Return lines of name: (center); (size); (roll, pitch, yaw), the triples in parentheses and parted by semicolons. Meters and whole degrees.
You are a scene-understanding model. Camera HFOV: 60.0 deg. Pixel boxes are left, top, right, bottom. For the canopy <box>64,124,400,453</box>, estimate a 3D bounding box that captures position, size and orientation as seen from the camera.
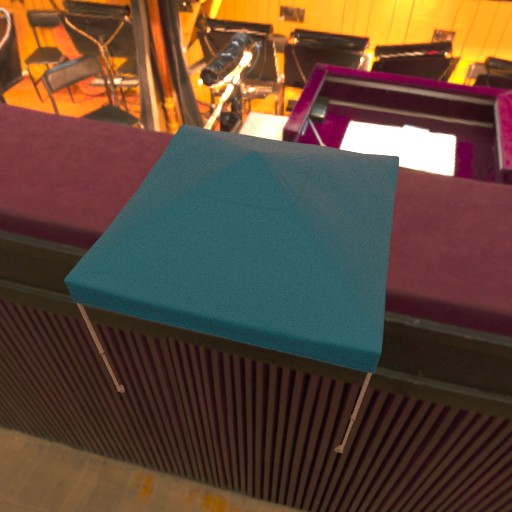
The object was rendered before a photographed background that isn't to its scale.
canopy: (0.000, 0.000, 5.459); (2.998, 2.997, 2.996); (11, 47, 11)
